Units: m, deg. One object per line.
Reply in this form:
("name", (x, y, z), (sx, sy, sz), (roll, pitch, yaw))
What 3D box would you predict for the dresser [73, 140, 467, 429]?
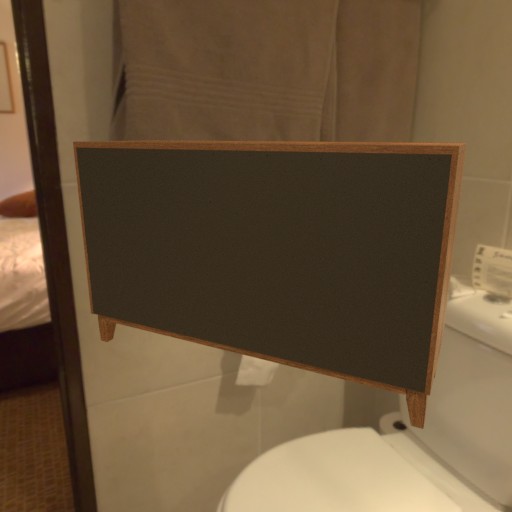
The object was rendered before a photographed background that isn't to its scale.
("dresser", (0.000, 0.000, 1.753), (1.400, 0.873, 0.446), (8, 17, 26))
